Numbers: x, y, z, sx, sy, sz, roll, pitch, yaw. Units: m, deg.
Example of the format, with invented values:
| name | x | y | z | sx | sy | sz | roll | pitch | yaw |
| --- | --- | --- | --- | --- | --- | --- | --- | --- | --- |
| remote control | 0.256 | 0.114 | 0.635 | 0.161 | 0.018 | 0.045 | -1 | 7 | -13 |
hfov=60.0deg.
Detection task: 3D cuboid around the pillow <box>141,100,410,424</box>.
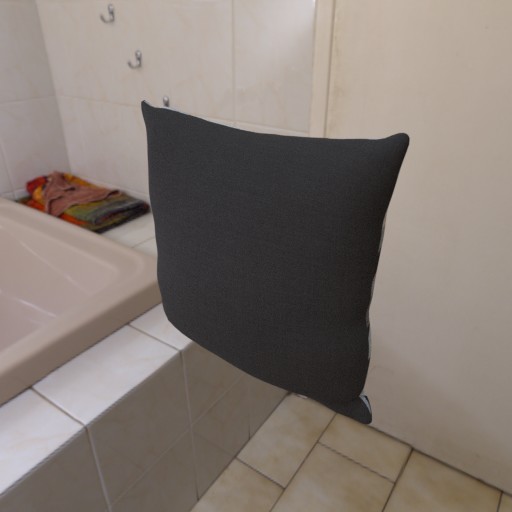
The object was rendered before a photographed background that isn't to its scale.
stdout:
| name | x | y | z | sx | sy | sz | roll | pitch | yaw |
| --- | --- | --- | --- | --- | --- | --- | --- | --- | --- |
| pillow | 0.000 | 0.000 | 0.782 | 0.503 | 0.496 | 0.208 | 20 | 34 | 32 |
